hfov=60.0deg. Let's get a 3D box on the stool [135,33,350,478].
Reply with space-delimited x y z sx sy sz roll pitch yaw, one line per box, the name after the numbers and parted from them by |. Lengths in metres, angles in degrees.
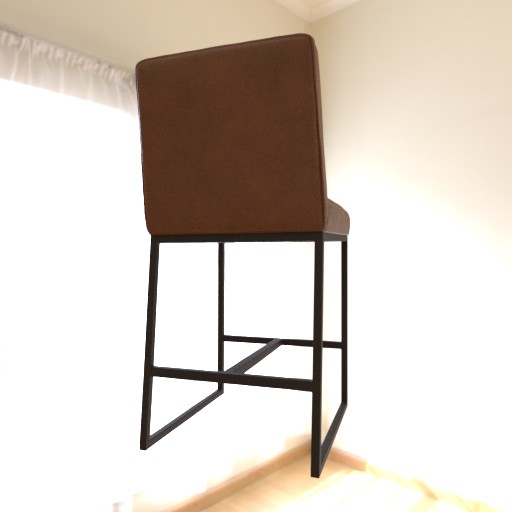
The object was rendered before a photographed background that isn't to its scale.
0.000 0.000 1.226 0.458 0.940 0.556 0 -1 19 | stool
